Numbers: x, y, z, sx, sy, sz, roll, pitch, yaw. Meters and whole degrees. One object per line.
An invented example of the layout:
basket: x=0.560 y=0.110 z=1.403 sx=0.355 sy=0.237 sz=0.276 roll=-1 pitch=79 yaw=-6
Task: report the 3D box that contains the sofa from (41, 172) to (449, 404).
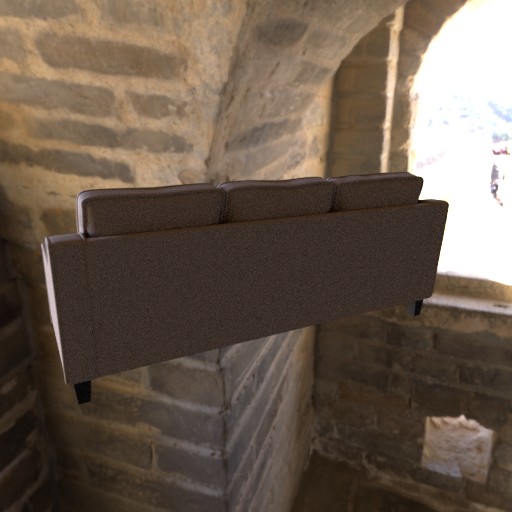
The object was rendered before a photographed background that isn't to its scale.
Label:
sofa: x=0.000 y=0.000 z=2.492 sx=2.131 sy=0.902 sz=0.791 roll=-8 pitch=18 yaw=-27
